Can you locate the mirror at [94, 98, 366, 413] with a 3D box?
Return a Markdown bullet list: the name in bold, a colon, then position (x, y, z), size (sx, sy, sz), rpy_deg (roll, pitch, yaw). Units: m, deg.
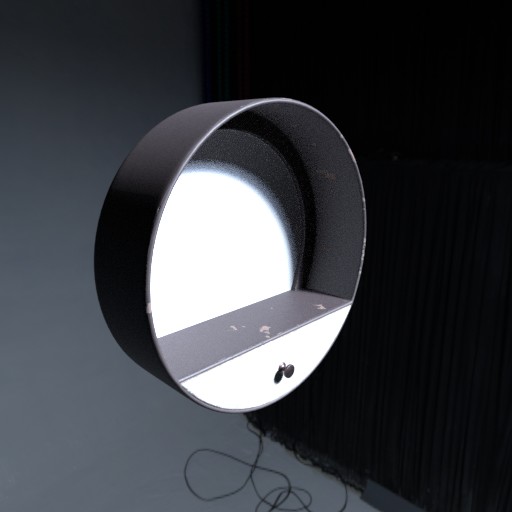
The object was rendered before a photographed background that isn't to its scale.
- **mirror**: position (0.000, 0.000, 0.580), size (0.126, 0.386, 0.386), rpy_deg (14, 21, 43)
